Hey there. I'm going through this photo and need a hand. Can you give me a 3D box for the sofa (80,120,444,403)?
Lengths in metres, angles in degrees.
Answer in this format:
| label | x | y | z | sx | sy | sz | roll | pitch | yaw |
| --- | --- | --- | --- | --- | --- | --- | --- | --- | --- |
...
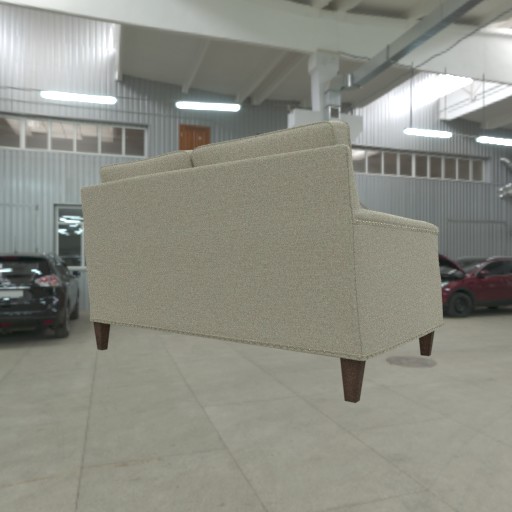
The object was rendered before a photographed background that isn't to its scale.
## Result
| label | x | y | z | sx | sy | sz | roll | pitch | yaw |
| --- | --- | --- | --- | --- | --- | --- | --- | --- | --- |
| sofa | 0.000 | 0.000 | 2.283 | 1.597 | 1.003 | 1.084 | 0 | 0 | 36 |
